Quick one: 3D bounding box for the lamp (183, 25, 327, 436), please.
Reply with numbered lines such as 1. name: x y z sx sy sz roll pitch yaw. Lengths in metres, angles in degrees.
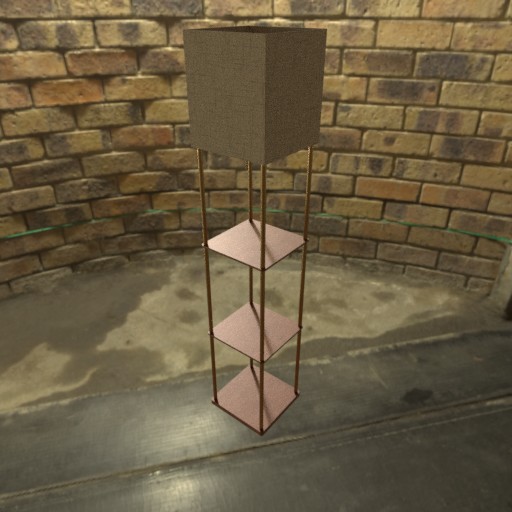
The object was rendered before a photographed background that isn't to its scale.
1. lamp: 0.000 0.000 1.719 0.310 1.569 0.308 22 36 33
